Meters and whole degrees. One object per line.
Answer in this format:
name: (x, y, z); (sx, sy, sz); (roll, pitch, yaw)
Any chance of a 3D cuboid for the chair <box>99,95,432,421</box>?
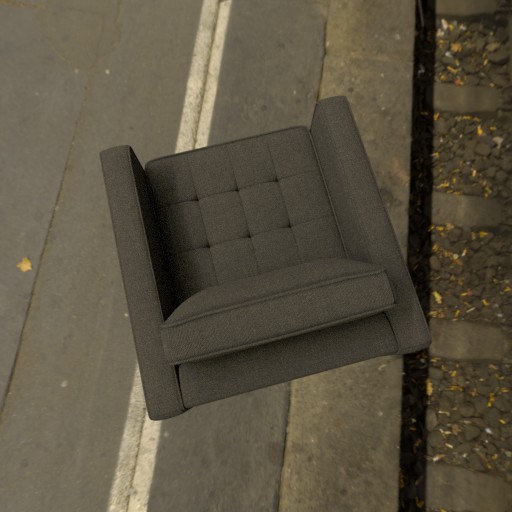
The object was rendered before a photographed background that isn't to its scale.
chair: (0.000, 0.000, 1.613); (0.899, 0.770, 0.919); (-14, 76, -4)
